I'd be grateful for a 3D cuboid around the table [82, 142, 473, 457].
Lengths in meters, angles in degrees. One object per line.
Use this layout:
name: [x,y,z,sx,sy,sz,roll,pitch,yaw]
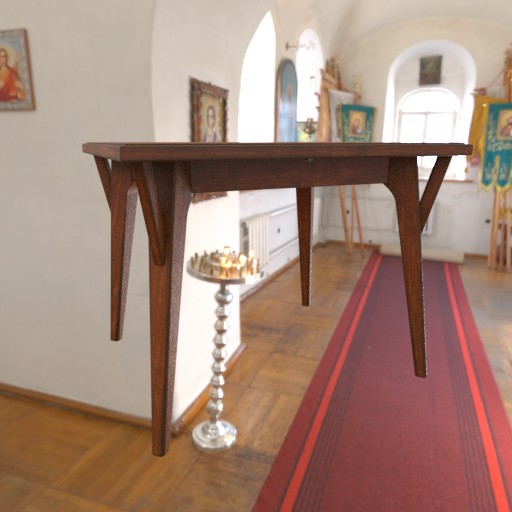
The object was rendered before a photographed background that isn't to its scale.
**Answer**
table: [0.000,0.000,1.533,0.991,0.761,0.838,-7,16,-25]
